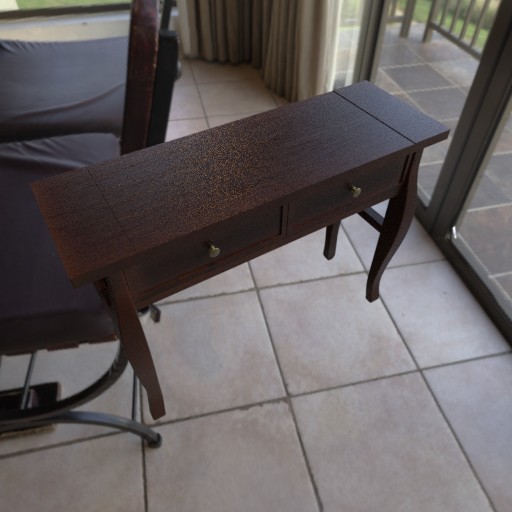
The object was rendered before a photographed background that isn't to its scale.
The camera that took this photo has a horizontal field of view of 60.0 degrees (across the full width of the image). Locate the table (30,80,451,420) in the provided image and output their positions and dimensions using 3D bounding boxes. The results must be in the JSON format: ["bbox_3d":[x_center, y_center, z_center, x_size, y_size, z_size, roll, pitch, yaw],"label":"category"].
[{"bbox_3d":[0.000,0.000,1.432,1.062,0.768,0.373,-24,51,-21],"label":"table"}]
